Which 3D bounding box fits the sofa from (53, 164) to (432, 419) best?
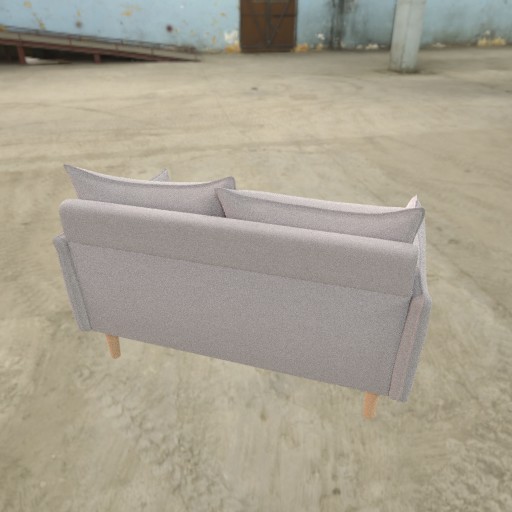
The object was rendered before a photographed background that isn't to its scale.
[{"bbox_3d":[0.000,0.000,1.826,1.300,0.840,0.820,9,31,15],"label":"sofa"}]
